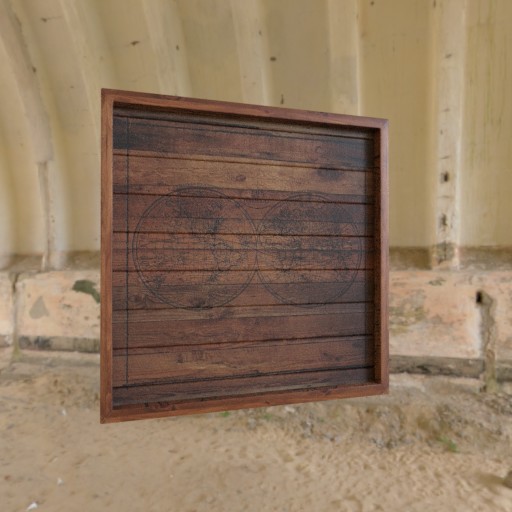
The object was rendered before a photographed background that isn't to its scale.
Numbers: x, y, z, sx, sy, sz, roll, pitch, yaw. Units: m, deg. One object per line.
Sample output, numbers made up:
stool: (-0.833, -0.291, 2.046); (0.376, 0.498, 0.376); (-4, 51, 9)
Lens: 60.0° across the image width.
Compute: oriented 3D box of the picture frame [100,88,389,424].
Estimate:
picture frame: (0.000, 0.000, 0.533); (0.352, 0.356, 0.028); (0, 0, -17)
